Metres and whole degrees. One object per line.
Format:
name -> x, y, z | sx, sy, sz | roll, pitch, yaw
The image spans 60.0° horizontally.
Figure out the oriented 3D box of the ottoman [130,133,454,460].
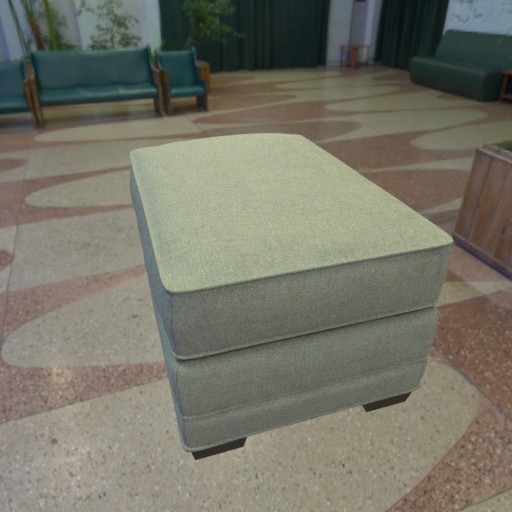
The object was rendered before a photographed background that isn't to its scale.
ottoman -> 0.000, 0.000, 1.236 | 0.611, 0.508, 0.848 | -9, 32, -15
